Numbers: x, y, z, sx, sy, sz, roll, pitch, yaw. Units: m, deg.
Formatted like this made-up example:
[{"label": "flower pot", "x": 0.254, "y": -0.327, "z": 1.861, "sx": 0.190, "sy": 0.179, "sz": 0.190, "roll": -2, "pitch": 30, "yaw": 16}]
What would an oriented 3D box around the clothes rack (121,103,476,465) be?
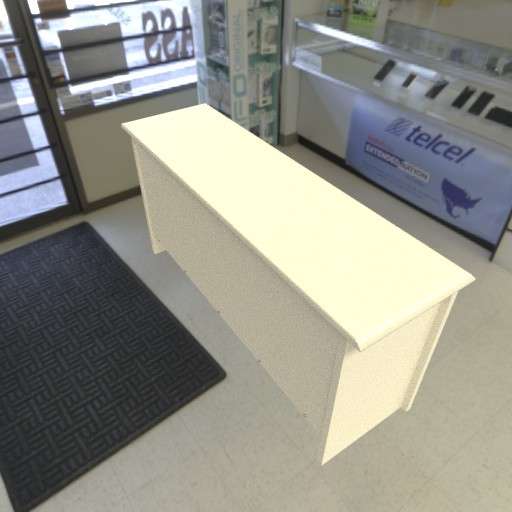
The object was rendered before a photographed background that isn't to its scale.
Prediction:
[{"label": "clothes rack", "x": 0.000, "y": 0.000, "z": 1.351, "sx": 0.324, "sy": 0.531, "sz": 1.120, "roll": -24, "pitch": 45, "yaw": -25}]
